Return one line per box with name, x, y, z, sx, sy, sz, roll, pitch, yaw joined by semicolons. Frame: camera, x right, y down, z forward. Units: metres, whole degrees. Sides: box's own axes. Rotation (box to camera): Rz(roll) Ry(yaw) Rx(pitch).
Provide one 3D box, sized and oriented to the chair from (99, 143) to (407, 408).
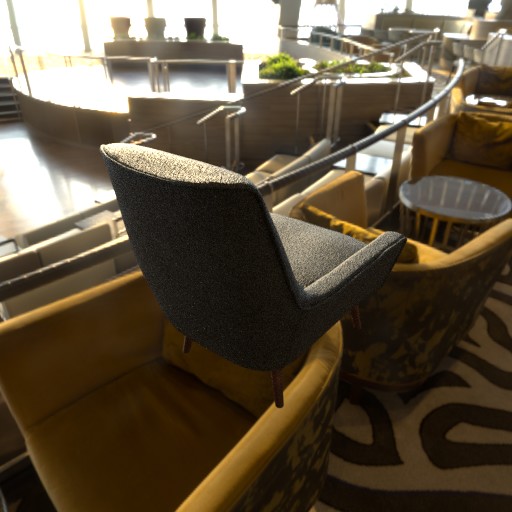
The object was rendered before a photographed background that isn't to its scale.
chair;0.000;0.000;1.525;0.763;0.883;0.859;21;37;31
